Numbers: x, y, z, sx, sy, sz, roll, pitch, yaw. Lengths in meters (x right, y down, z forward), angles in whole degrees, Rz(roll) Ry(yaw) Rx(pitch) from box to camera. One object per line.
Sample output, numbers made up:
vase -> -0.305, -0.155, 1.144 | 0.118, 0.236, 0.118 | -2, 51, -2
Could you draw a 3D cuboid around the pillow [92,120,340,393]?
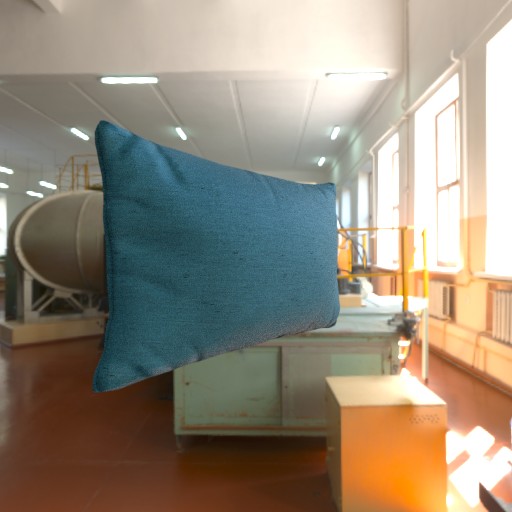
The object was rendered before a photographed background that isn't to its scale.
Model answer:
pillow -> 0.000, 0.000, 0.790 | 0.210, 0.338, 0.633 | 0, 0, 37
